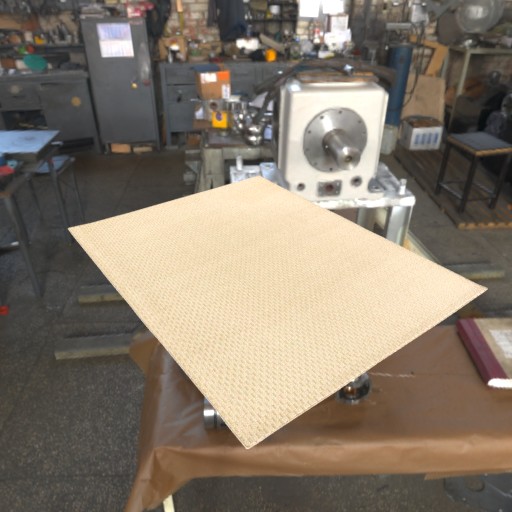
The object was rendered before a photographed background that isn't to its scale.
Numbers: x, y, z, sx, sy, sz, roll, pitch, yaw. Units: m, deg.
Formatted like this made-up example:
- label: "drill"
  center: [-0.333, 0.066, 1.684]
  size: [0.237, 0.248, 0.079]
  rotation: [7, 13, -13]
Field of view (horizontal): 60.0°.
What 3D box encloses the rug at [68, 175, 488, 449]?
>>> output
- label: "rug"
  center: [0.000, 0.000, 3.792]
  size: [2.277, 0.035, 2.897]
  rotation: [-22, 38, -31]
